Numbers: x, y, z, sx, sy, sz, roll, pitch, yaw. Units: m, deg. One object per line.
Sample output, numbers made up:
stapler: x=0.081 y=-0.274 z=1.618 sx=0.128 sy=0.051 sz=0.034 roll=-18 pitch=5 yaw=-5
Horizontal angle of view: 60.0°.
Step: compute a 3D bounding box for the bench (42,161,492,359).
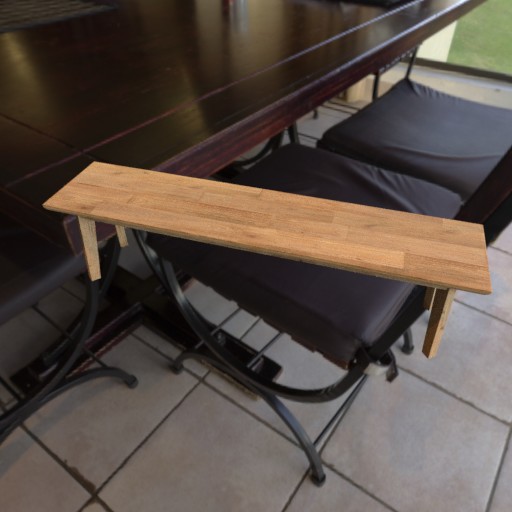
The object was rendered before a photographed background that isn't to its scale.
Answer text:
bench: x=0.000 y=0.000 z=1.884 sx=1.698 sy=0.431 sz=0.378 roll=11 pitch=42 yaw=13
